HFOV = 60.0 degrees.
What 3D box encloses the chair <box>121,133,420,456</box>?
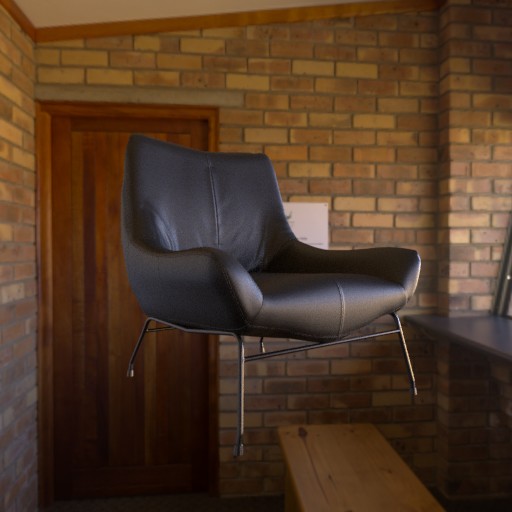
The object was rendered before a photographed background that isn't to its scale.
[{"bbox_3d":[0.000,0.000,1.583,0.836,0.922,0.826,-1,1,-37],"label":"chair"}]
